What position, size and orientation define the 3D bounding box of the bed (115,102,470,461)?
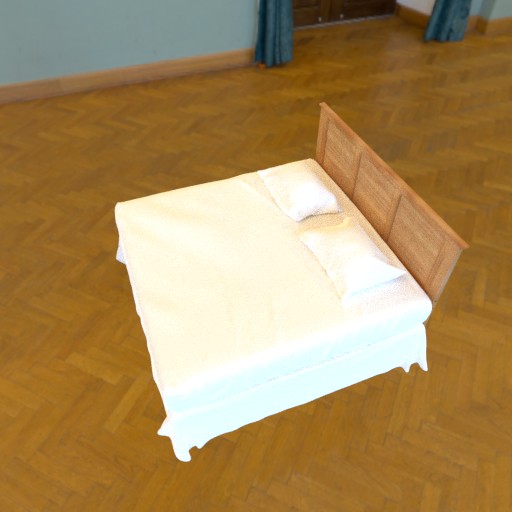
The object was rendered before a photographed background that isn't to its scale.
[{"bbox_3d":[0.000,0.000,3.622,2.215,1.270,2.317,-16,49,-14],"label":"bed"}]
